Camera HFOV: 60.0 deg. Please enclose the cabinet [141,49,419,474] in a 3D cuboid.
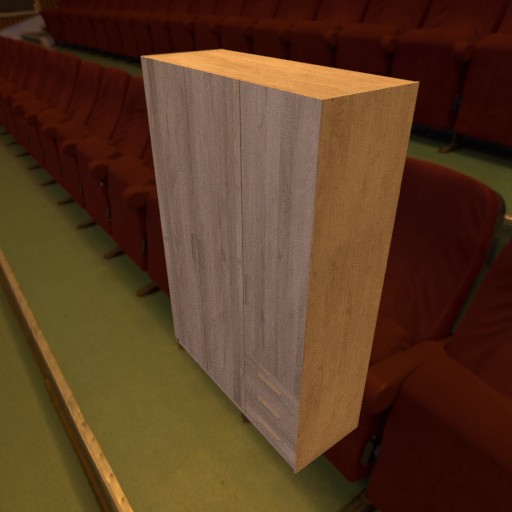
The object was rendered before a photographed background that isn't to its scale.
[{"bbox_3d":[0.000,0.000,2.412,0.510,1.910,1.290,-22,37,-31],"label":"cabinet"}]
